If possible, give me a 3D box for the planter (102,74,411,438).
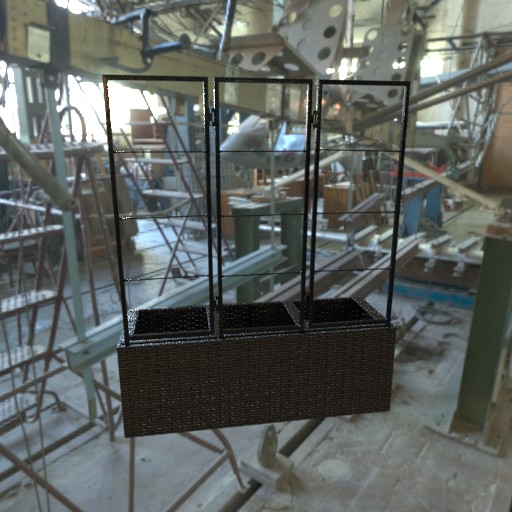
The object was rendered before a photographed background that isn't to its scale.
[{"bbox_3d":[0.000,0.000,1.155,0.699,0.841,0.244,-2,15,-9],"label":"planter"}]
